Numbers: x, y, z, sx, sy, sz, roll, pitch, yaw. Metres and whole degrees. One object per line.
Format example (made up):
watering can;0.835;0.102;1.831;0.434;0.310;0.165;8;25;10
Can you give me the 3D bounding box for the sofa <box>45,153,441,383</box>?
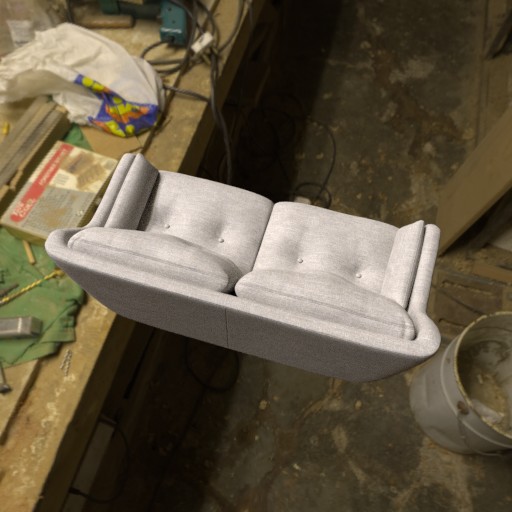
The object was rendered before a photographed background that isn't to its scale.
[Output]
sofa;0.000;0.000;2.512;1.930;0.897;0.976;15;64;7
